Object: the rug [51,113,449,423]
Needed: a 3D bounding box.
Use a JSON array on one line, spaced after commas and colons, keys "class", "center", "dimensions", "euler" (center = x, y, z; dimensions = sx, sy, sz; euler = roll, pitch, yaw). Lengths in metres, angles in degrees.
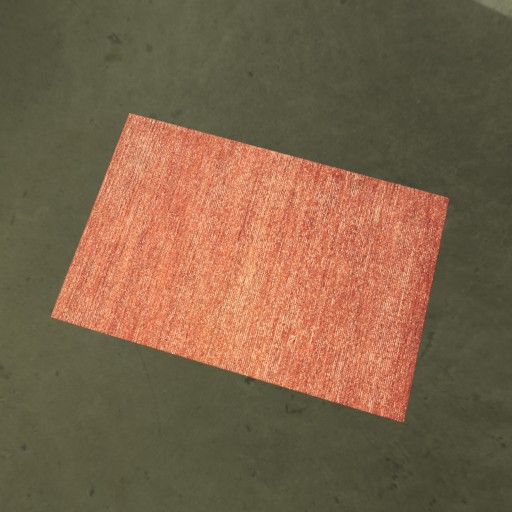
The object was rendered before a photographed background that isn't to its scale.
[{"class": "rug", "center": [0.000, 0.000, 2.216], "dimensions": [1.747, 0.011, 1.139], "euler": [16, 78, 3]}]
